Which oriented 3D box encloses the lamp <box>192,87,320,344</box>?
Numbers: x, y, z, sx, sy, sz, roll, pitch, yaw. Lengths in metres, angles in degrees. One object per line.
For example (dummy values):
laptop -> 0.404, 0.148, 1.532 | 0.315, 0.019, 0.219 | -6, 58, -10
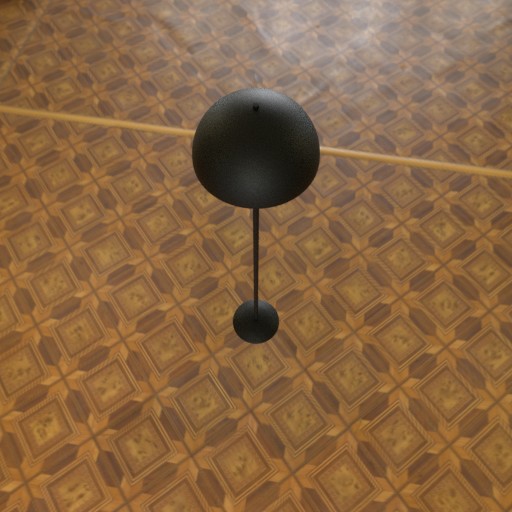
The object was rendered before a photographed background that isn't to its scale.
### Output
lamp -> 0.000, 0.000, 1.648 | 0.328, 1.480, 0.328 | -33, 67, -16
